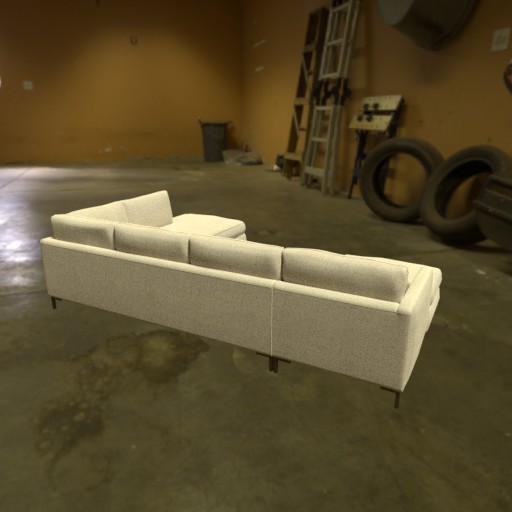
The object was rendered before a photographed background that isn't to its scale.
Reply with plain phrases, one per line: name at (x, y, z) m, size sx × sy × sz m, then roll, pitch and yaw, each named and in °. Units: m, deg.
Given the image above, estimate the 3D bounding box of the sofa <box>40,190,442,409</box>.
sofa at (0.000, 0.000, 3.544) m, size 2.737 × 0.756 × 1.879 m, roll 9°, pitch 20°, yaw 27°
